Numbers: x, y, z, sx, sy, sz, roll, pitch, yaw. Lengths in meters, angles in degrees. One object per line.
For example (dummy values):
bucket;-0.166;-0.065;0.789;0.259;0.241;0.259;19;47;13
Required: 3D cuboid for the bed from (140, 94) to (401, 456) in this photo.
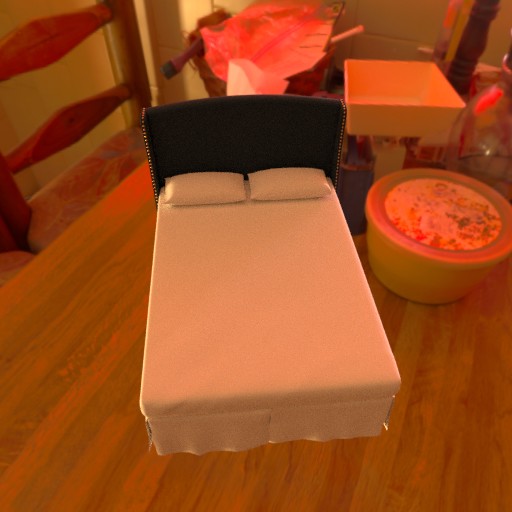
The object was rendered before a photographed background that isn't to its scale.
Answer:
bed;0.000;0.000;3.193;1.604;1.402;2.223;-4;46;-4
